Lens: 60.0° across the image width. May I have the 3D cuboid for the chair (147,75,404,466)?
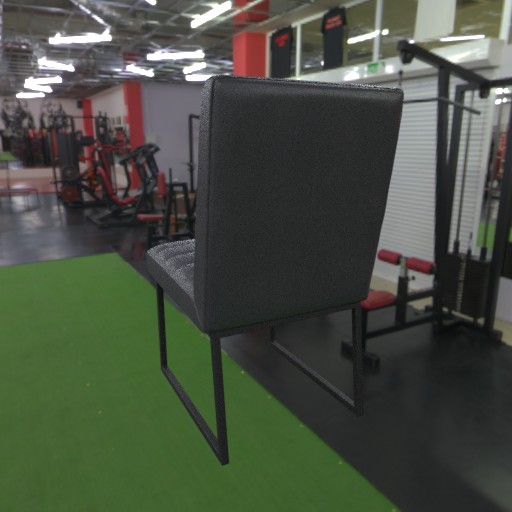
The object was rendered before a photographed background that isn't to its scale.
[{"bbox_3d":[0.000,0.000,1.332,0.520,0.930,0.634,-7,16,-27],"label":"chair"}]
